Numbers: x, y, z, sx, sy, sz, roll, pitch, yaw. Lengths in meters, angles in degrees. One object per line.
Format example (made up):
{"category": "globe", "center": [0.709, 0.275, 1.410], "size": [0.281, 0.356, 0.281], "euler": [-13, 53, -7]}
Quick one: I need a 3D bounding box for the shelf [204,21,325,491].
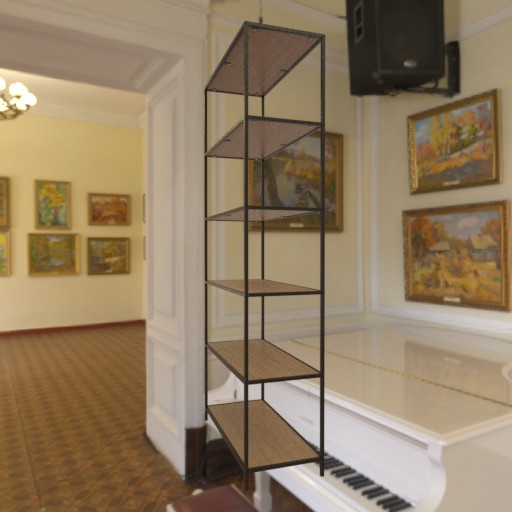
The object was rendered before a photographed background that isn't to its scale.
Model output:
{"category": "shelf", "center": [0.000, 0.000, 2.164], "size": [0.350, 1.850, 0.770], "euler": [0, 1, -19]}
